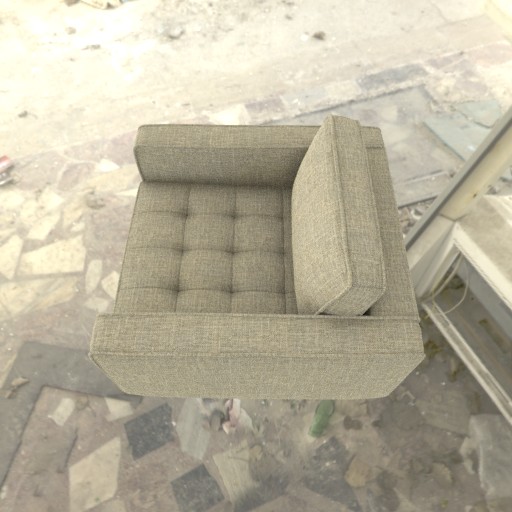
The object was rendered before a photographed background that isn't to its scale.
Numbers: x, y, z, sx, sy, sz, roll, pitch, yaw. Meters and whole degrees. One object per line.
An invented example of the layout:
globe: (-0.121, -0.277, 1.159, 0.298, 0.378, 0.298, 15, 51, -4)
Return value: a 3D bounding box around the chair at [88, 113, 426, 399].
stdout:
chair: (0.000, 0.000, 1.551, 0.914, 0.765, 0.889, 1, 58, 0)
